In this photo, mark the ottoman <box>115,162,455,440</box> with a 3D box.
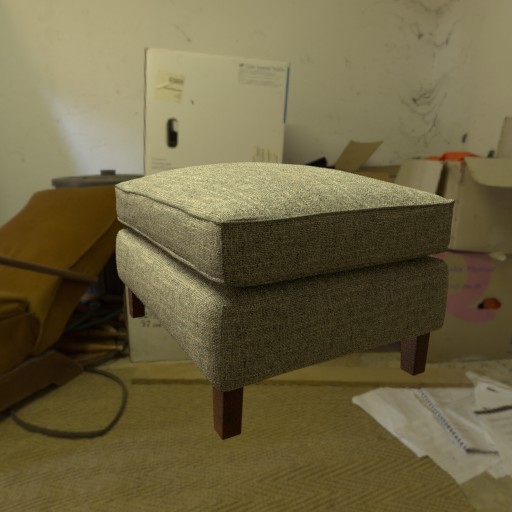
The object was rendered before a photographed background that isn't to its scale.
[{"bbox_3d":[0.000,0.000,0.990,0.508,0.406,0.686,-7,16,-28],"label":"ottoman"}]
